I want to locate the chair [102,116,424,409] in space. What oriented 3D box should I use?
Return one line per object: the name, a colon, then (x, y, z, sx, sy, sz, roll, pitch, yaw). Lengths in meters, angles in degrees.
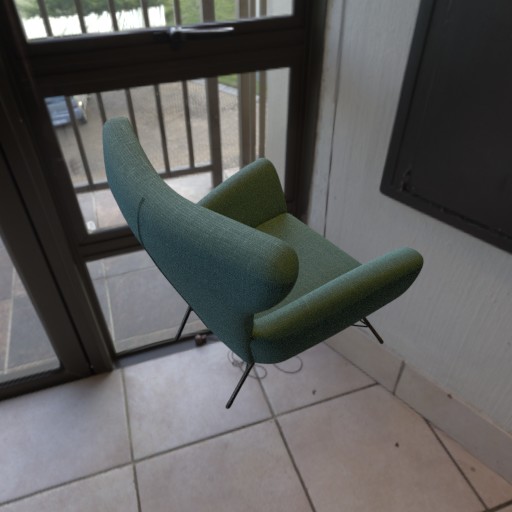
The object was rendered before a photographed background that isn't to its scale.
chair: (0.000, 0.000, 1.761, 0.900, 0.980, 1.050, -26, 47, -28)
